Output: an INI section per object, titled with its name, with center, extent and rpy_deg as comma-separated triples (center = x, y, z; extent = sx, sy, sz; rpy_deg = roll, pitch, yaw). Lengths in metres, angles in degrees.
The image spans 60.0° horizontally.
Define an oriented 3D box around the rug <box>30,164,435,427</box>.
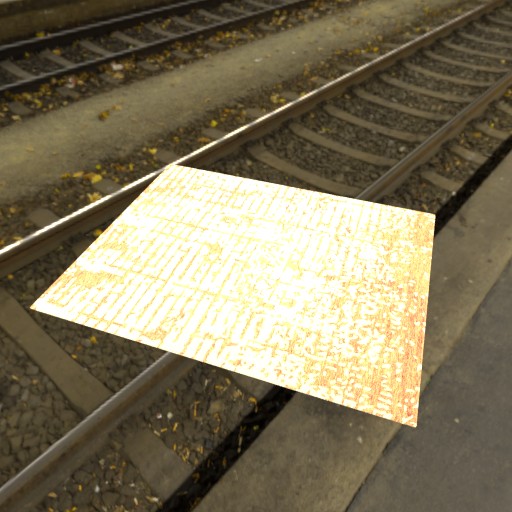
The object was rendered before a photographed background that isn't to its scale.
[rug]
center = 0.000, 0.000, 4.089
extent = 3.050, 0.011, 2.441
rpy_deg = 13, 43, 14
